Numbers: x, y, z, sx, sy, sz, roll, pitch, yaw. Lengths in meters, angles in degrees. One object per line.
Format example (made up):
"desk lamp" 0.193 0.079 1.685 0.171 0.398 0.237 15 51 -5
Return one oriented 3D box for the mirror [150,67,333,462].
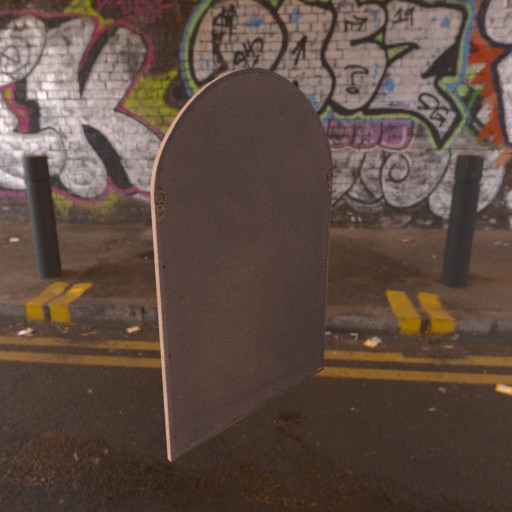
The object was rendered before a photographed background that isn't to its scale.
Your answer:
"mirror" 0.000 0.000 1.167 0.609 0.915 0.032 -16 22 -42
